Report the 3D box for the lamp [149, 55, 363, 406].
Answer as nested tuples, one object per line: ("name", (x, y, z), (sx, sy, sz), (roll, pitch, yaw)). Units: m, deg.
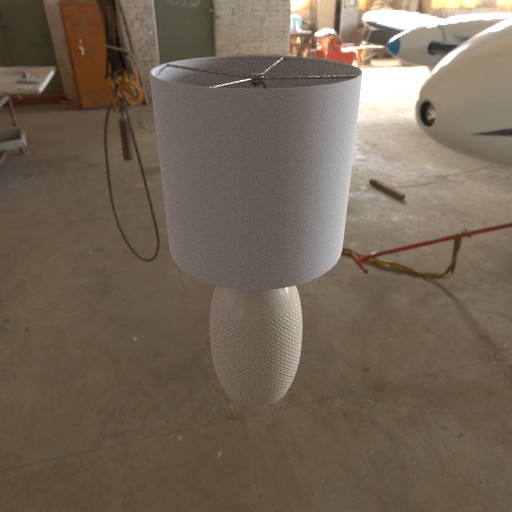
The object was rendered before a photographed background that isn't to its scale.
("lamp", (0.000, 0.000, 0.576), (0.217, 0.453, 0.217), (11, 33, 18))
